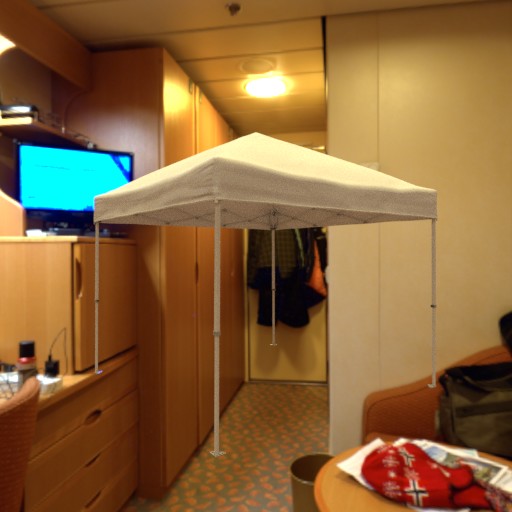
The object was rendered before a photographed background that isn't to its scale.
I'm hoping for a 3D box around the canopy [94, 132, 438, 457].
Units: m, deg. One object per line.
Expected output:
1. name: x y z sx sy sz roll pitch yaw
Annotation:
1. canopy: 0.000 0.000 5.383 2.996 2.997 2.998 0 0 -37
